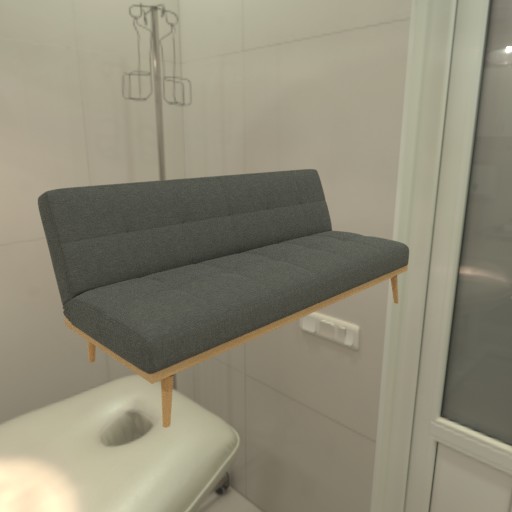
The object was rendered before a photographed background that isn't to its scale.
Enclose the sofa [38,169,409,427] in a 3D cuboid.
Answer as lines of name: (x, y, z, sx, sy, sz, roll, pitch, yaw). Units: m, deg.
sofa: (0.000, 0.000, 2.268, 0.820, 0.770, 1.820, 14, 20, 43)
